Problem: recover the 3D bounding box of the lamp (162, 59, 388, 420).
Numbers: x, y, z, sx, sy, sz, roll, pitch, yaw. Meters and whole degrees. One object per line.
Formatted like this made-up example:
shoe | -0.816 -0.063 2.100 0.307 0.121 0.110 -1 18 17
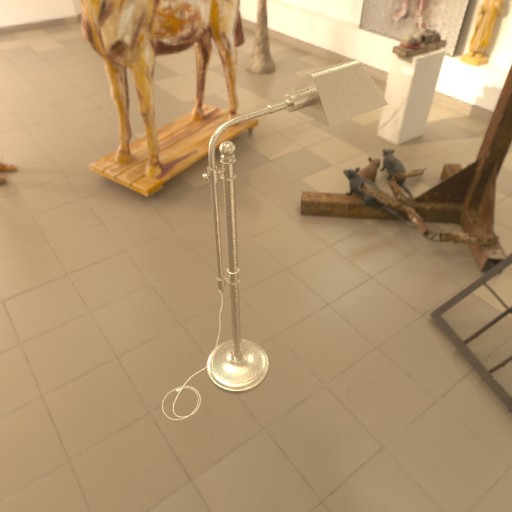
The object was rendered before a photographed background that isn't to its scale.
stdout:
lamp | 0.000 0.000 0.939 0.546 0.708 0.159 -26 48 -27
